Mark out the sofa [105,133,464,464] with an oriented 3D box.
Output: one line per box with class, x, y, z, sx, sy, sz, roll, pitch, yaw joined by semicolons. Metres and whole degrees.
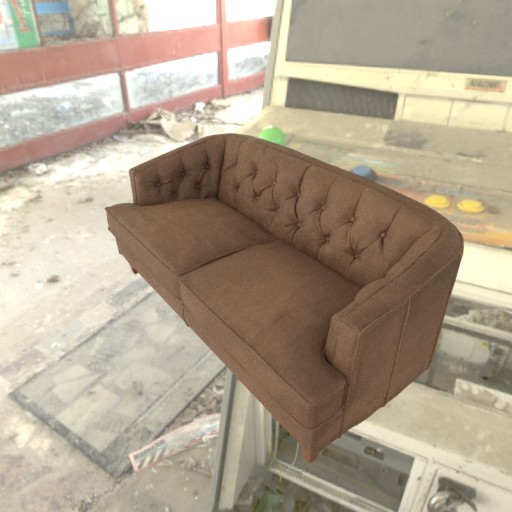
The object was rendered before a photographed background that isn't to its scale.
sofa;0.000;0.000;2.210;0.917;0.799;1.767;-22;38;-31
